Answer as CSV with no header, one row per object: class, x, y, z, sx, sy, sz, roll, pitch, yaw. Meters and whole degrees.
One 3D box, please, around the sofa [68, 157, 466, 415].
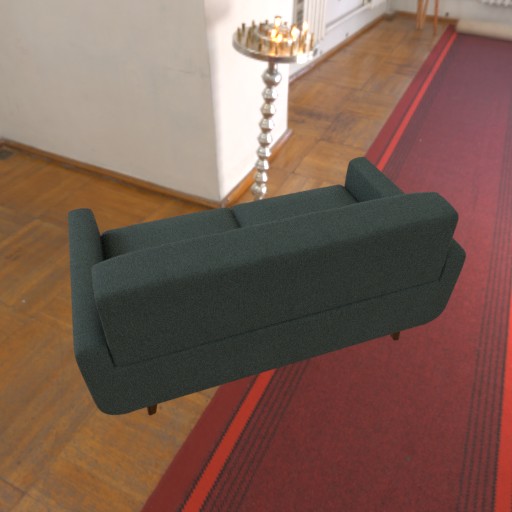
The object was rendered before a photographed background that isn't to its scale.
sofa,0.000,0.000,2.121,1.631,0.841,0.909,-13,43,-14
